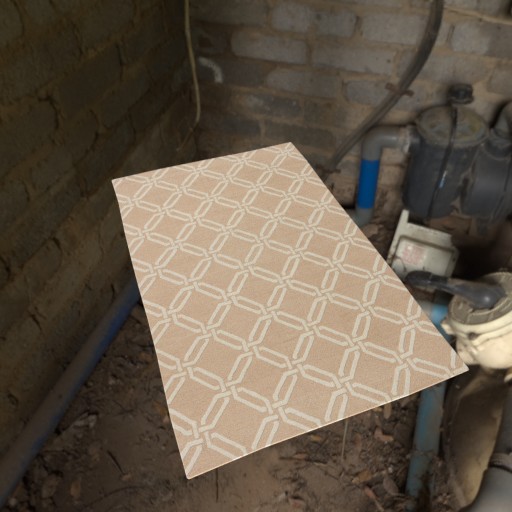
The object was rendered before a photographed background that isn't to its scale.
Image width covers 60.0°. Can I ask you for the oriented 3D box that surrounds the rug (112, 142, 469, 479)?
[{"bbox_3d":[0.000,0.000,2.154,1.146,0.010,1.745,-15,48,-14],"label":"rug"}]
